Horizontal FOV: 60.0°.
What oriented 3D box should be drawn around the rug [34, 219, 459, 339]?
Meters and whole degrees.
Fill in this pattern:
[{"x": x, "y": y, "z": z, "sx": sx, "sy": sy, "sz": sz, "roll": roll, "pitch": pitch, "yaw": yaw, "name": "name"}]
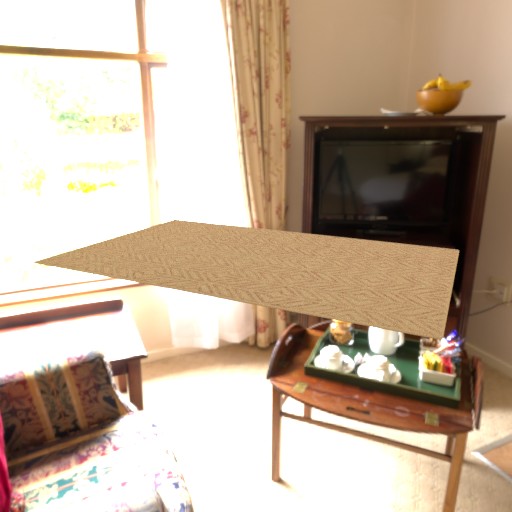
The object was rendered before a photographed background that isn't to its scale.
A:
[{"x": 0.000, "y": 0.000, "z": 2.975, "sx": 2.438, "sy": 0.008, "sz": 1.523, "roll": 8, "pitch": 18, "yaw": 25, "name": "rug"}]
